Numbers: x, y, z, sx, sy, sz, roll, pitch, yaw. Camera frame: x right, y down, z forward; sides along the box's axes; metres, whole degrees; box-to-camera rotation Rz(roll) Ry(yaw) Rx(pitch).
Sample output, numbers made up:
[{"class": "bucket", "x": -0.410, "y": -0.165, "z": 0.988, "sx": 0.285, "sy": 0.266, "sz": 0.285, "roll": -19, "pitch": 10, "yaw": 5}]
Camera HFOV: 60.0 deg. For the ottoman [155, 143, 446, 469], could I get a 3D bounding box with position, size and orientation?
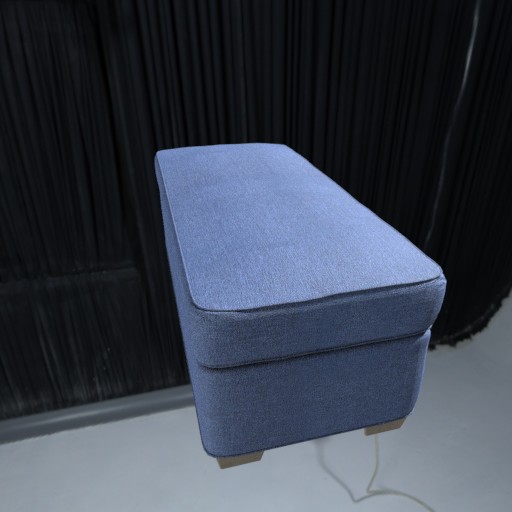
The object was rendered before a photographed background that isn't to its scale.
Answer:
[{"class": "ottoman", "x": 0.000, "y": 0.000, "z": 1.350, "sx": 0.515, "sy": 0.460, "sz": 1.110, "roll": -7, "pitch": 29, "yaw": -13}]
